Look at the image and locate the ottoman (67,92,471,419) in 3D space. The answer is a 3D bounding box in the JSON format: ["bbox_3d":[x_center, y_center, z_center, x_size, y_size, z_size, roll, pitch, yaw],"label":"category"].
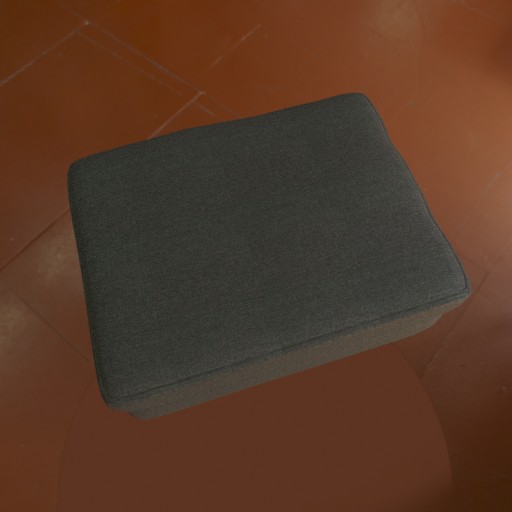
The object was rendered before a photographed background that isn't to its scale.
[{"bbox_3d":[0.000,0.000,1.198,0.826,0.496,0.639,-16,66,-7],"label":"ottoman"}]
